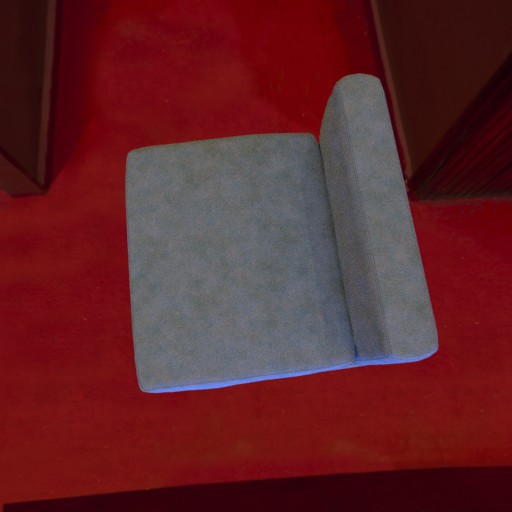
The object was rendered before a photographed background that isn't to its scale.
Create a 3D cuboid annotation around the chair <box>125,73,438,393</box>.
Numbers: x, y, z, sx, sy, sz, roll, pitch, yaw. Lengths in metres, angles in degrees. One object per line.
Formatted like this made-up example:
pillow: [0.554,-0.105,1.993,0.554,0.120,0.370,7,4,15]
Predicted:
chair: [0.000,0.000,1.254,0.685,0.660,0.684,-7,76,-2]
